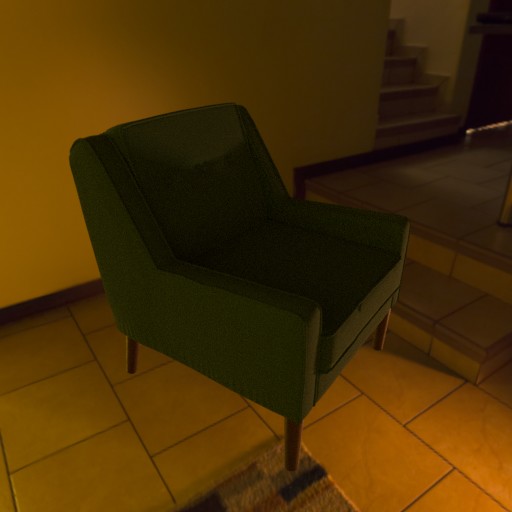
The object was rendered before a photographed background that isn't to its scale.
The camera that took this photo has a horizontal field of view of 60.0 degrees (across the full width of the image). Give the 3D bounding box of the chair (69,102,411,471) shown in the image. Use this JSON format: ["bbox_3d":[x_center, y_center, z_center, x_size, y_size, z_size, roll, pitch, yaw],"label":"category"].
[{"bbox_3d":[0.000,0.000,1.325,0.743,0.792,0.663,18,32,31],"label":"chair"}]
